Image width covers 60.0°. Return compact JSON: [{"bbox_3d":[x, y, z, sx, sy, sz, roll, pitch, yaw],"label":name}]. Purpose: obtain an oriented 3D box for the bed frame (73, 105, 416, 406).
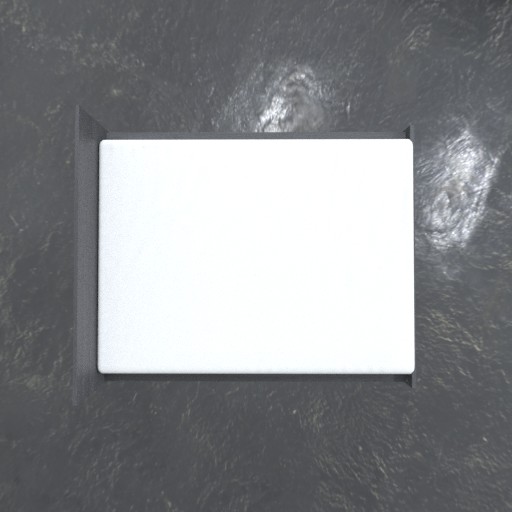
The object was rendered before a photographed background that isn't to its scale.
[{"bbox_3d":[0.000,0.000,2.784,1.960,0.800,1.622,0,89,0],"label":"bed frame"}]
